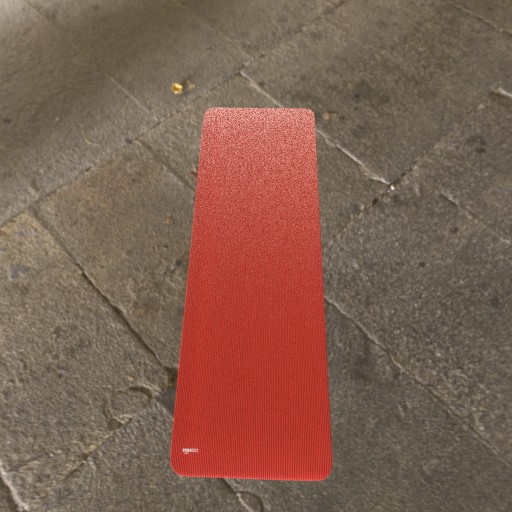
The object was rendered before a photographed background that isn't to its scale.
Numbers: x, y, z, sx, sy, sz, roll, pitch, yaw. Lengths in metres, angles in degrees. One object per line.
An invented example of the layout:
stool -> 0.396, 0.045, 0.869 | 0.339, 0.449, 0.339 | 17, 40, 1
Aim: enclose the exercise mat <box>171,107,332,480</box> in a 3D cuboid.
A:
exercise mat -> 0.000, 0.000, 2.077 | 0.616, 0.021, 1.869 | 1, 63, 1
